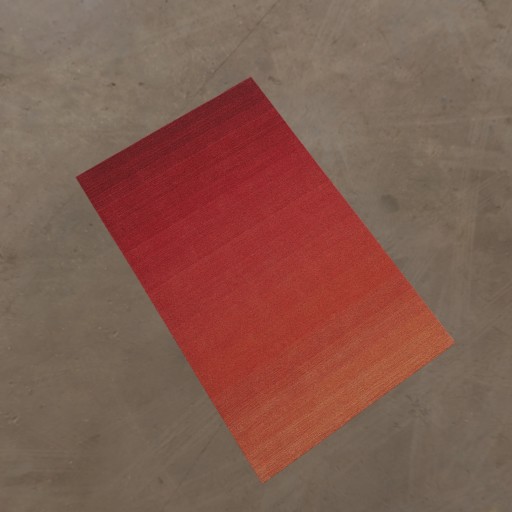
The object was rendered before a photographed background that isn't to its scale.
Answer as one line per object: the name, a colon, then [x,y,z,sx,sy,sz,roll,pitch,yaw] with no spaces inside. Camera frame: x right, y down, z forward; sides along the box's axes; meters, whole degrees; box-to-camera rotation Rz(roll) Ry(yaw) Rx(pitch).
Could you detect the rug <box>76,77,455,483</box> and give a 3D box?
rug: [0.000,0.000,3.068,1.531,0.010,2.442,-33,78,-8]
